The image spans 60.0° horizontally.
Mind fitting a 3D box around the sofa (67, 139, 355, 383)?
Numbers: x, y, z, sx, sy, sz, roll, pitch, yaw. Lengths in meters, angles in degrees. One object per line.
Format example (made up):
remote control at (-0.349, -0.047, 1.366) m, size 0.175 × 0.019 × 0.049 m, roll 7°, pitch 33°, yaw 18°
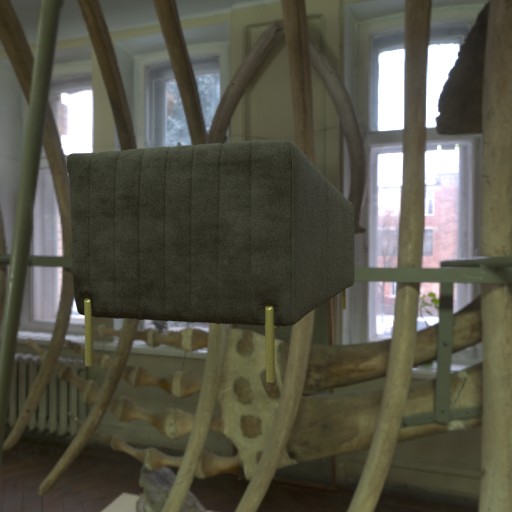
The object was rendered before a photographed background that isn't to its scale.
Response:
sofa at (0.000, 0.000, 2.405) m, size 0.876 × 0.780 × 1.980 m, roll 0°, pitch 0°, yaw 18°
